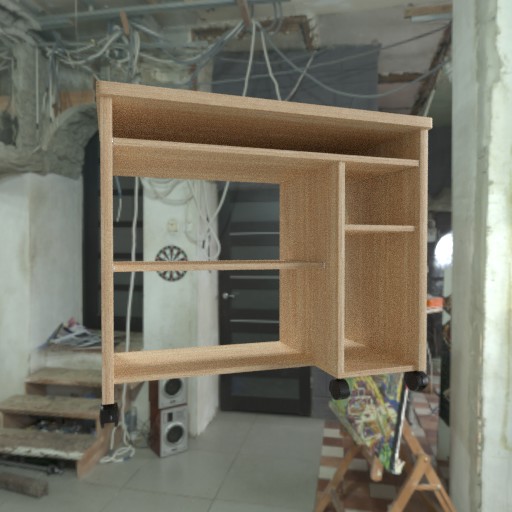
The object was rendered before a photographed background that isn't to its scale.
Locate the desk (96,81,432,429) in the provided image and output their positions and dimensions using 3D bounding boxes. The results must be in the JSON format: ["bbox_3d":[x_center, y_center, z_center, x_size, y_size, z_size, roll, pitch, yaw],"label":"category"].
[{"bbox_3d":[0.000,0.000,1.326,0.884,0.770,0.480,0,1,-18],"label":"desk"}]
